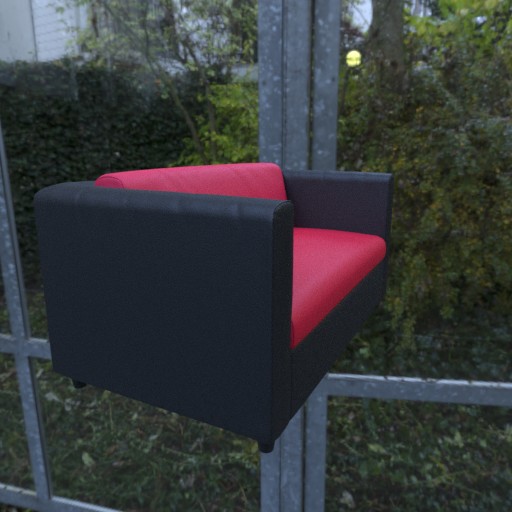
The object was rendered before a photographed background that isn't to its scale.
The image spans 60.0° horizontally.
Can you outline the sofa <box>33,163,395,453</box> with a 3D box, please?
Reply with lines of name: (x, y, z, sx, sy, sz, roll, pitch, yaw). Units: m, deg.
sofa: (0.000, 0.000, 1.850, 0.845, 0.735, 1.410, 7, 15, 27)
